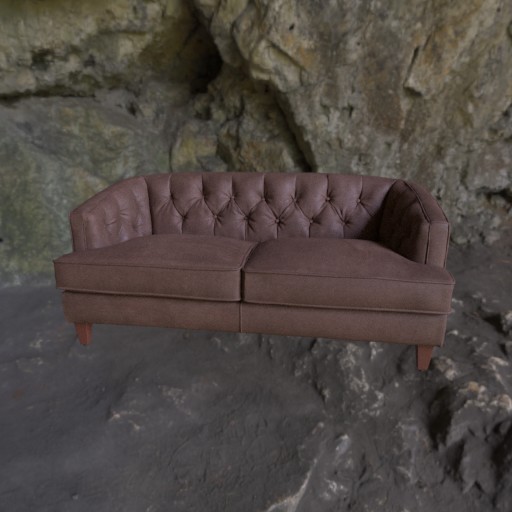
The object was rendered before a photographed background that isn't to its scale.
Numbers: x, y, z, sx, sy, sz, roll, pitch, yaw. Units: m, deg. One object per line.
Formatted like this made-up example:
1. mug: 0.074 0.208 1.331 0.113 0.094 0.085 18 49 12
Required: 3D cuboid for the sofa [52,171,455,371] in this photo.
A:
1. sofa: 0.000 0.000 2.306 1.767 0.799 0.917 2 15 9
